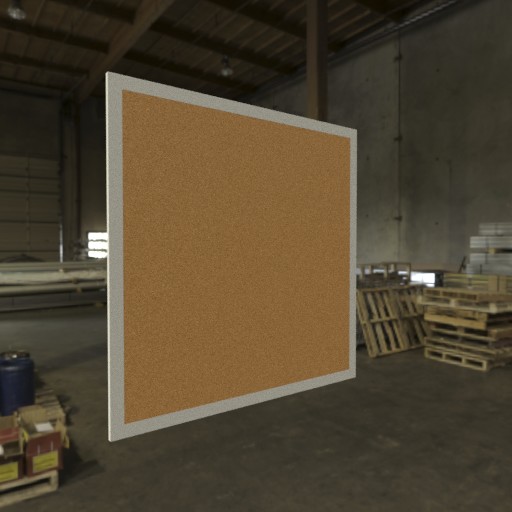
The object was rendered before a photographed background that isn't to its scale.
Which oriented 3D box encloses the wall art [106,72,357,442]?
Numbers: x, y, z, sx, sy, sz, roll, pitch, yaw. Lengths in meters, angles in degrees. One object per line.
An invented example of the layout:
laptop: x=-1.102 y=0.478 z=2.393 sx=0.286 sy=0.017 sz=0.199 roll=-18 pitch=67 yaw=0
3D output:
wall art: x=0.000 y=0.000 z=1.219 sx=0.812 sy=0.813 sz=0.013 roll=-1 pitch=2 yaw=-37
